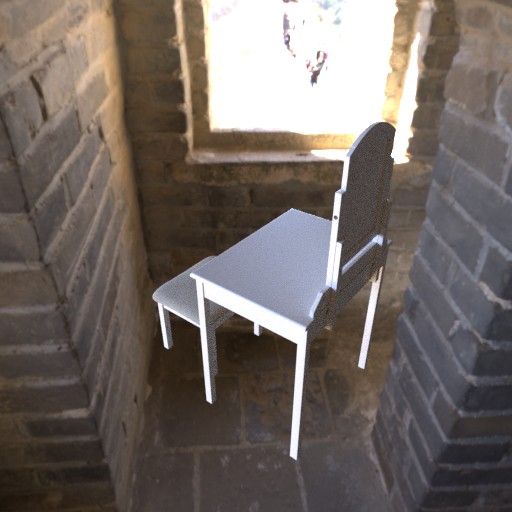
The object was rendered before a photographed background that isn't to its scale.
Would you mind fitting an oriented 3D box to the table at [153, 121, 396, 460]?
[{"bbox_3d":[0.000,0.000,2.412,1.211,1.631,0.876,22,39,31],"label":"table"}]
